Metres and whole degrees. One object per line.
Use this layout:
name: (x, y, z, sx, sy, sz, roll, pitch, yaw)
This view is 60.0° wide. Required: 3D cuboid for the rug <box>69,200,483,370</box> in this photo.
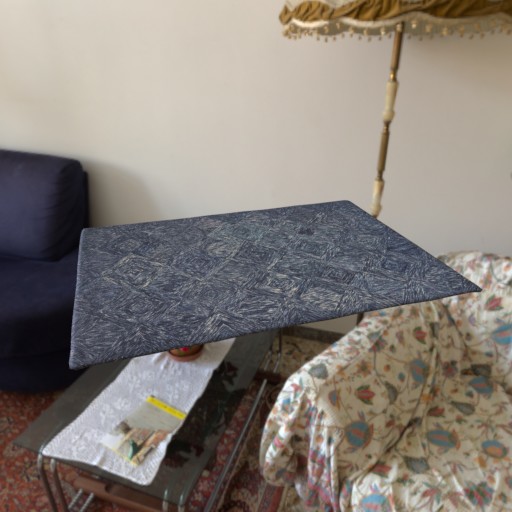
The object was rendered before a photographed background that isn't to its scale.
rug: (0.000, 0.000, 4.253, 3.245, 0.024, 2.385, -8, 28, -16)
